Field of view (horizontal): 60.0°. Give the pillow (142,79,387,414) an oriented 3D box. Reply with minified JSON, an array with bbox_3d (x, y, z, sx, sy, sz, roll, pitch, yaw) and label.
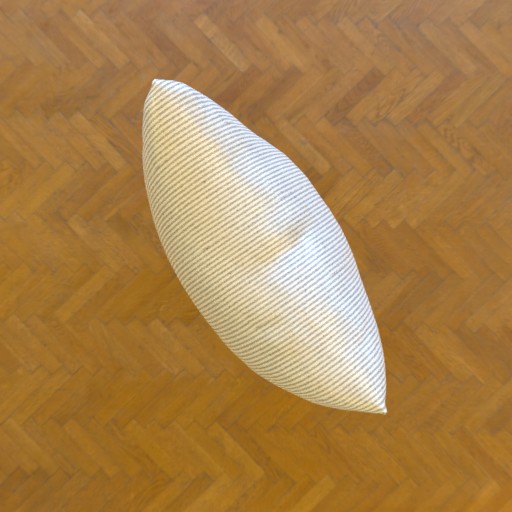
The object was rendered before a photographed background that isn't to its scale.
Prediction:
[{"bbox_3d":[0.000,0.000,0.690,0.310,0.432,0.387,0,90,0],"label":"pillow"}]
